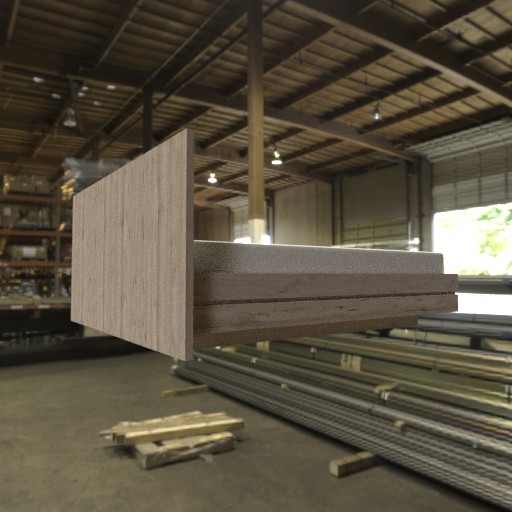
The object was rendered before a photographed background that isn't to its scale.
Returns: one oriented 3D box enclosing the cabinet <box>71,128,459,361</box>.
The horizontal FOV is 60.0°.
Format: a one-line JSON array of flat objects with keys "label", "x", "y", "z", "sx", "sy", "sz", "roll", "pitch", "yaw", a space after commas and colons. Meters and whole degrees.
[{"label": "cabinet", "x": 0.000, "y": 0.000, "z": 3.206, "sx": 2.080, "sy": 0.970, "sz": 1.950, "roll": 2, "pitch": -3, "yaw": -35}]
